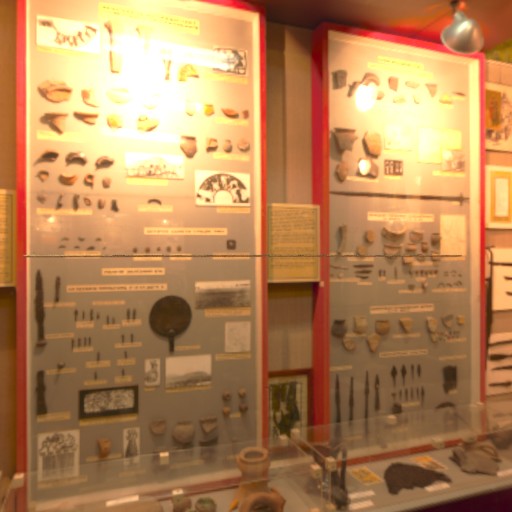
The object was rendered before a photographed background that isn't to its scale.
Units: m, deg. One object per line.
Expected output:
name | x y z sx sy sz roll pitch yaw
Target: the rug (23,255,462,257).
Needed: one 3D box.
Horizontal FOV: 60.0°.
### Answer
rug | 0.000 0.000 2.726 2.446 0.011 0.768 0 0 -19
